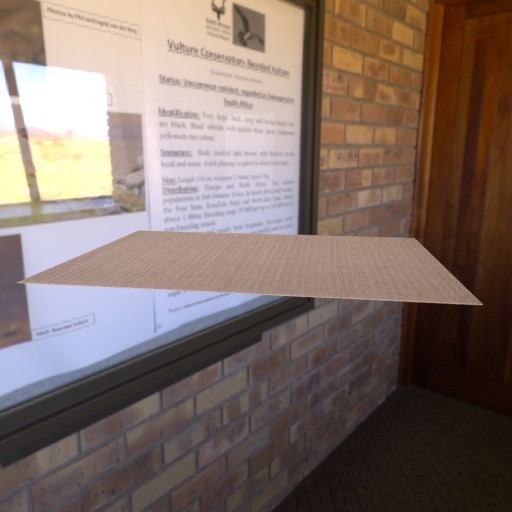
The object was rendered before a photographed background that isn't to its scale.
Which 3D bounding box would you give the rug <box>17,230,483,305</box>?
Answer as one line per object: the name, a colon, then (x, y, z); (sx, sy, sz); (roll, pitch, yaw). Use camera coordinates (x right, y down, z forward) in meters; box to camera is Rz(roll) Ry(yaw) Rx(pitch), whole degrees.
rug: (0.000, 0.000, 3.673); (2.895, 0.006, 1.981); (2, 13, 8)
